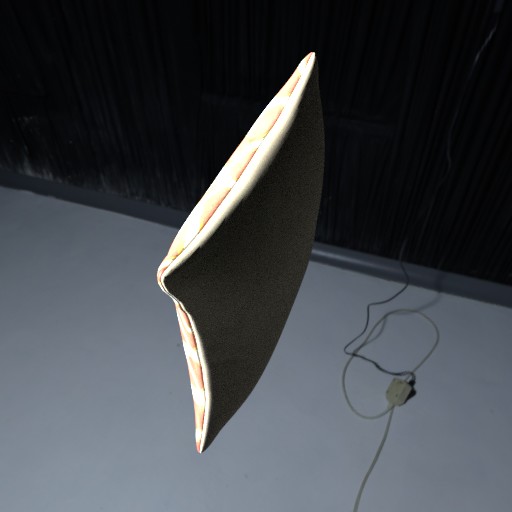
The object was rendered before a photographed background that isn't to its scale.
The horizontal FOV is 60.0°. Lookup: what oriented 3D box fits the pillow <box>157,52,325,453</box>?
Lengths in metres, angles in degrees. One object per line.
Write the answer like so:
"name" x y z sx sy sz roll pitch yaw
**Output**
"pillow" 0.000 0.000 0.792 0.166 0.508 0.552 16 49 14
